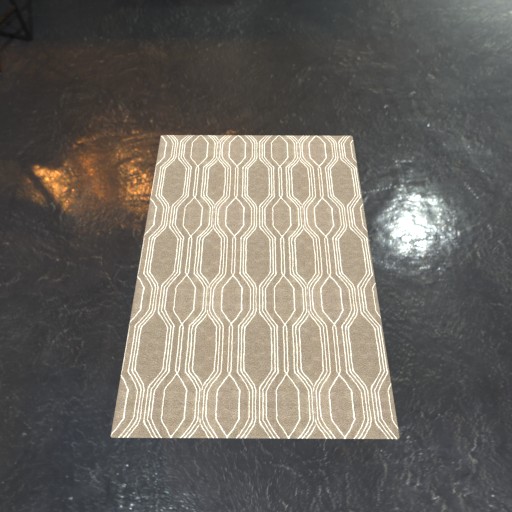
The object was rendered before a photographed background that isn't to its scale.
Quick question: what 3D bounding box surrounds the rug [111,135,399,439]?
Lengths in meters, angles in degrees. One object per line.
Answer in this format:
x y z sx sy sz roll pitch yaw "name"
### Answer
0.000 0.000 2.381 1.239 0.012 1.836 0 58 0 "rug"
